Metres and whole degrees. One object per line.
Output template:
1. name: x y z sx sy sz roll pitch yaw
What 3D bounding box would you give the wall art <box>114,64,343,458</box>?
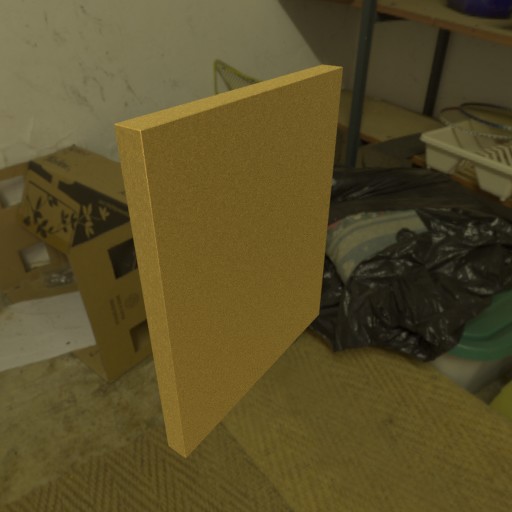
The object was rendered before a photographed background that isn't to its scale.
1. wall art: 0.000 0.000 0.890 0.048 0.642 0.537 21 38 29
